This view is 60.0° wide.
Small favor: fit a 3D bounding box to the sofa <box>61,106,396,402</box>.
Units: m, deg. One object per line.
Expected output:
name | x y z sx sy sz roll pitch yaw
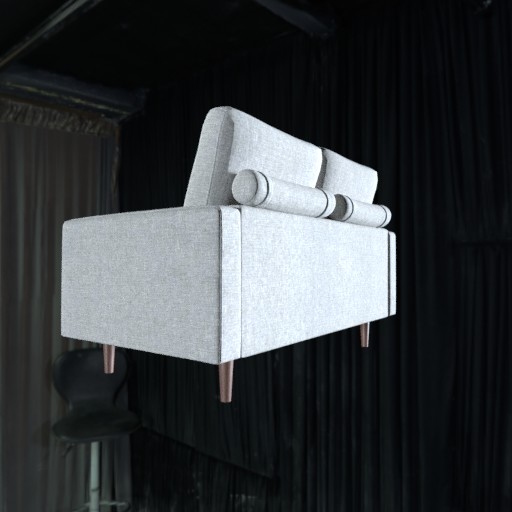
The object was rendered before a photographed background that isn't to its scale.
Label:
sofa | 0.000 0.000 1.972 0.842 0.907 1.407 0 -1 36
